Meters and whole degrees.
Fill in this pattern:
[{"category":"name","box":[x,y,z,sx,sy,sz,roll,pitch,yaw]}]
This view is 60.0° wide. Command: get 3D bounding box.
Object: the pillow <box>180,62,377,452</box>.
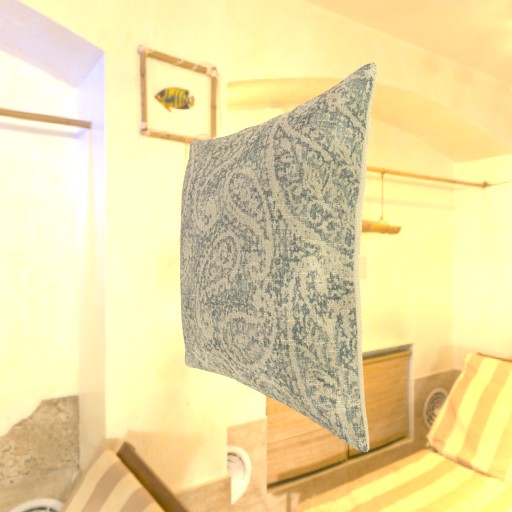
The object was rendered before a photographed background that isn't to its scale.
[{"category":"pillow","box":[0.000,0.000,0.789,0.166,0.510,0.523,0,1,-36]}]
